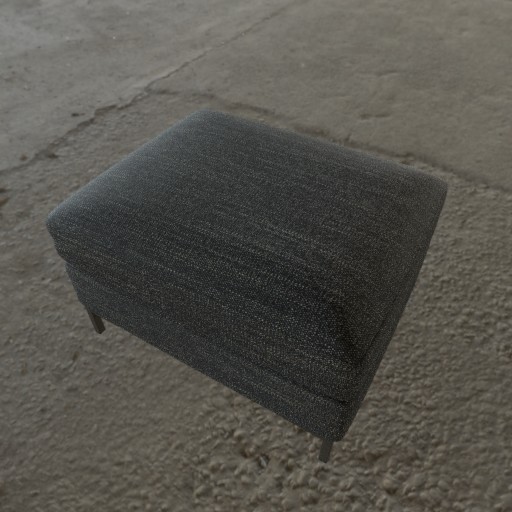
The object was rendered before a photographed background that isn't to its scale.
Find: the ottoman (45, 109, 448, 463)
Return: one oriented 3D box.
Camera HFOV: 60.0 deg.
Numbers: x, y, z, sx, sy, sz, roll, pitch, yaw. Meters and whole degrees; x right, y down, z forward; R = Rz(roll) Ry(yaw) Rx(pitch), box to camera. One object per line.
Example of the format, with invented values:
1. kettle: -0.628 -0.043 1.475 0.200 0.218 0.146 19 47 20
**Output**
1. ottoman: 0.000 0.000 1.223 0.814 0.491 0.667 23 49 21
